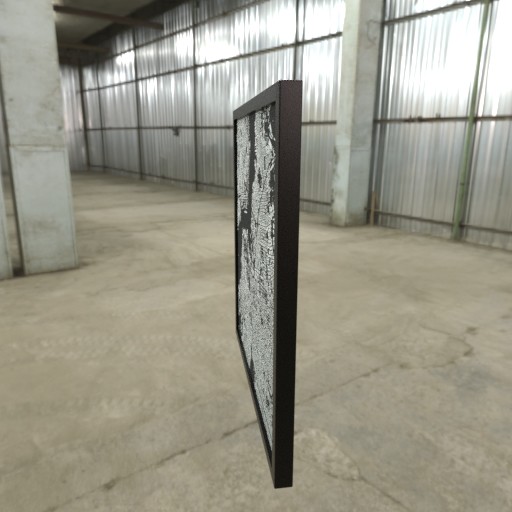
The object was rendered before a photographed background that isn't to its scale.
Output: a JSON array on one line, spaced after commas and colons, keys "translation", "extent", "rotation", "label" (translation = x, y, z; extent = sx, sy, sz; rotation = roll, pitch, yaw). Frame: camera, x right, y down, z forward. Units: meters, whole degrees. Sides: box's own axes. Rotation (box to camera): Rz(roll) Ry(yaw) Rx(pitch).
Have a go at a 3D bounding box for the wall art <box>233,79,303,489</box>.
[{"translation": [0.000, 0.000, 1.147], "extent": [0.038, 0.761, 0.755], "rotation": [-2, 15, -8], "label": "wall art"}]
